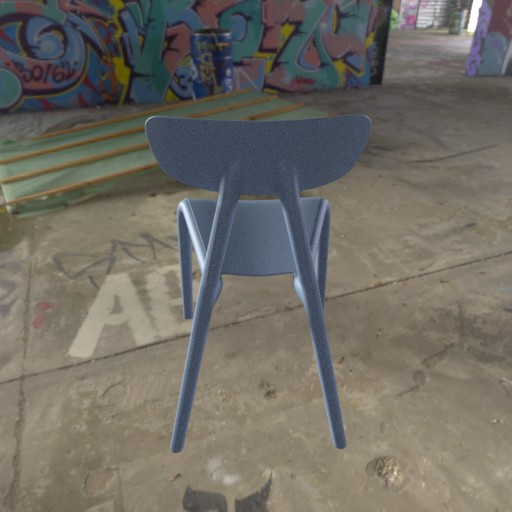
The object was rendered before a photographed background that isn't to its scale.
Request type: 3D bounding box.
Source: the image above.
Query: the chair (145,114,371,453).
[{"bbox_3d":[0.000,0.000,0.818,0.356,0.580,0.401,-1,31,-1],"label":"chair"}]
